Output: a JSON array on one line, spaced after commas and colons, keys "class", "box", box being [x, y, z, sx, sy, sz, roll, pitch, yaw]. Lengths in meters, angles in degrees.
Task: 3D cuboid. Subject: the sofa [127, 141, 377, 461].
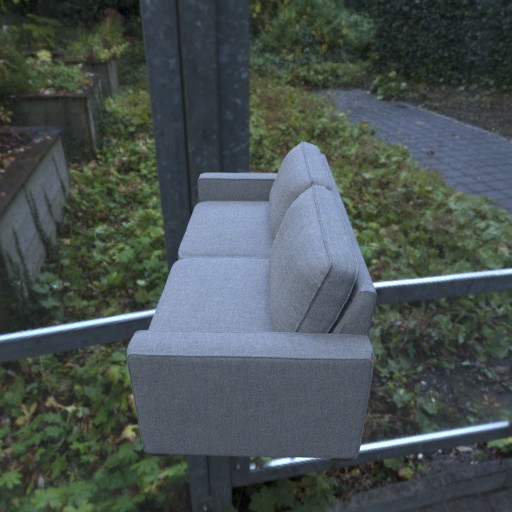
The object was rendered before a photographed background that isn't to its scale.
[{"class": "sofa", "box": [0.000, 0.000, 2.576, 0.945, 0.918, 2.078, 1, 29, 1]}]
